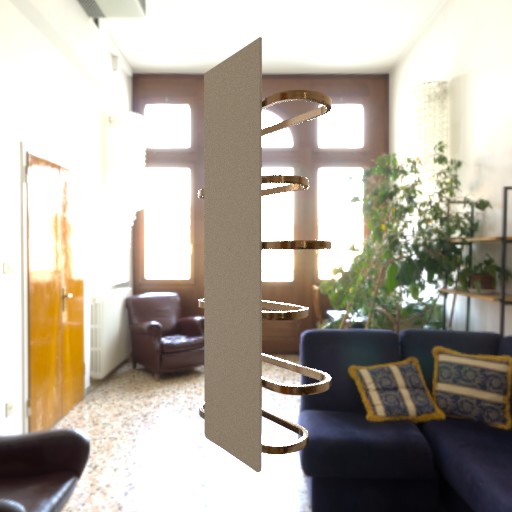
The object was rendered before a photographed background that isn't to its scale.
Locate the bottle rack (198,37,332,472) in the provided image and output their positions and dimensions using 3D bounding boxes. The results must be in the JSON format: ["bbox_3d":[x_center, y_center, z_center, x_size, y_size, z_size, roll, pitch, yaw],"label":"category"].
[{"bbox_3d":[0.000,0.000,0.826,0.118,0.709,0.332,0,1,-36],"label":"bottle rack"}]
